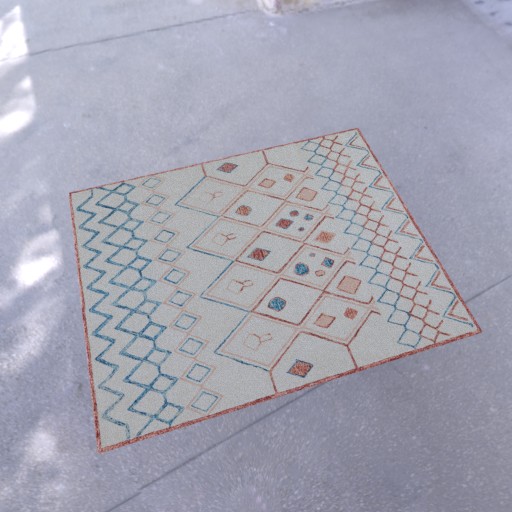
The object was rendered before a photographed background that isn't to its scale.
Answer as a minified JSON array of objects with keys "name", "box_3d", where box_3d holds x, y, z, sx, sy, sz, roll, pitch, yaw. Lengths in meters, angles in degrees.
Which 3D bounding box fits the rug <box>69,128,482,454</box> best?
[{"name":"rug","box_3d":[0.000,0.000,3.924,3.050,0.016,2.441,-15,60,-9]}]
